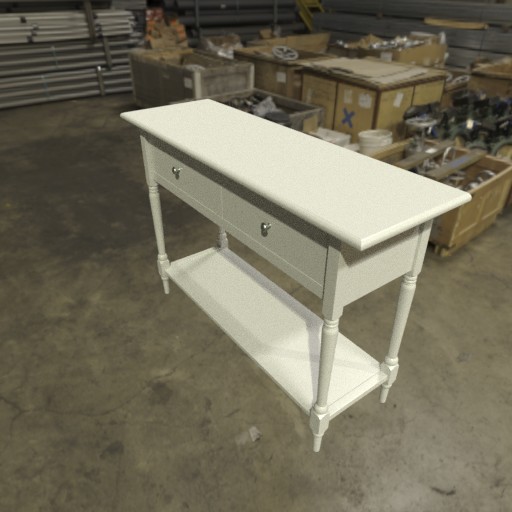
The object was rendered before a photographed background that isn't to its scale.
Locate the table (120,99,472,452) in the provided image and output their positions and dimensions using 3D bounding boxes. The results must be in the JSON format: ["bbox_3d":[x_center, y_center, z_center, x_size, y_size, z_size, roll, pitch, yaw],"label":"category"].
[{"bbox_3d":[0.000,0.000,1.568,0.384,0.808,1.197,-22,38,-30],"label":"table"}]
